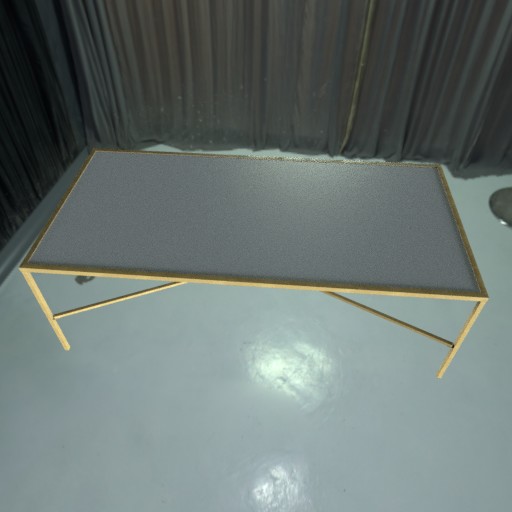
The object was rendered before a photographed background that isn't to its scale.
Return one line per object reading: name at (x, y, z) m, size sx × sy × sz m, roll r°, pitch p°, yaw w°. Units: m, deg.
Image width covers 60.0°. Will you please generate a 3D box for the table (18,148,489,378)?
table at (0.000, 0.000, 1.476) m, size 1.206 × 0.398 × 0.580 m, roll 3°, pitch 46°, yaw 3°
